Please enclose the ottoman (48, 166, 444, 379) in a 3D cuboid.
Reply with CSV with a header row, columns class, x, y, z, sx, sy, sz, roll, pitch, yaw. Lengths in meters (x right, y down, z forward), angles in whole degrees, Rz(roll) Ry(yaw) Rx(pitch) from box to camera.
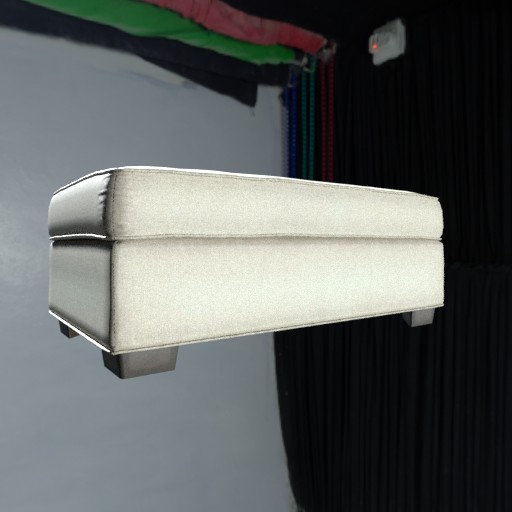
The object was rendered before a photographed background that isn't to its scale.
class,x,y,z,sx,sy,sz,roll,pitch,yaw
ottoman,0.000,0.000,1.382,1.097,0.448,0.617,-1,2,-35
